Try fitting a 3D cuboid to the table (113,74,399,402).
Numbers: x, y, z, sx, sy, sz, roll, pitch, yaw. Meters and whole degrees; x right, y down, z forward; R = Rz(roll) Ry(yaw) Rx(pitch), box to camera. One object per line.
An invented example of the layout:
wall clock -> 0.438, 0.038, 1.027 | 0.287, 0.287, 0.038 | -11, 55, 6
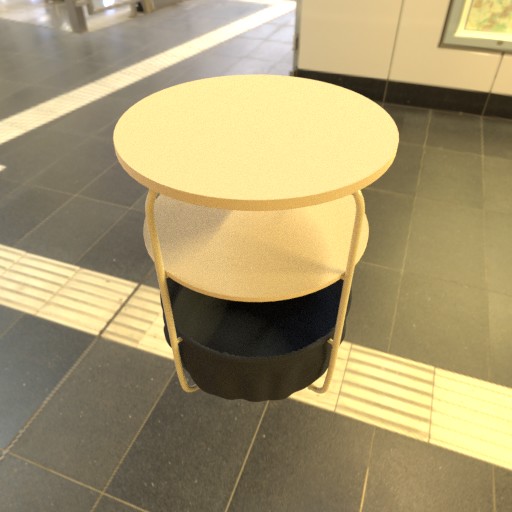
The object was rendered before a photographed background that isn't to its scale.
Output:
table -> 0.000, 0.000, 0.841 | 0.418, 0.532, 0.418 | 0, 41, 1
